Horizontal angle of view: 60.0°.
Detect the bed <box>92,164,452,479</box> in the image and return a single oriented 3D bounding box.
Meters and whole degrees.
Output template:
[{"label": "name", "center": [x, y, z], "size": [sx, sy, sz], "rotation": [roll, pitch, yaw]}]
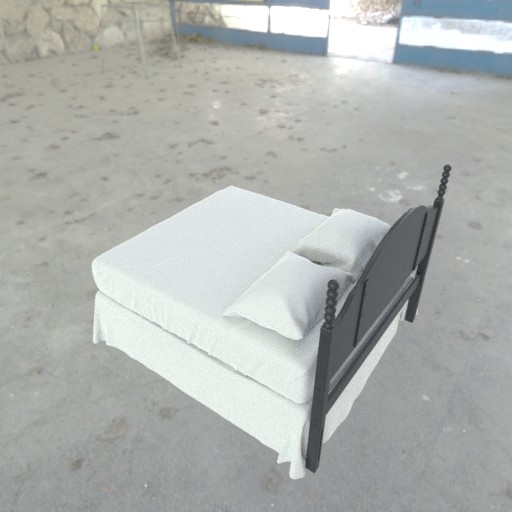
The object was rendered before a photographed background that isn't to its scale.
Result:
[{"label": "bed", "center": [0.000, 0.000, 3.240], "size": [2.040, 1.356, 1.873], "rotation": [22, 39, 30]}]
